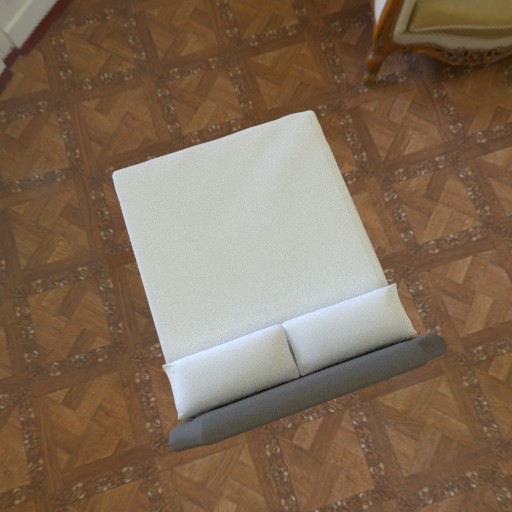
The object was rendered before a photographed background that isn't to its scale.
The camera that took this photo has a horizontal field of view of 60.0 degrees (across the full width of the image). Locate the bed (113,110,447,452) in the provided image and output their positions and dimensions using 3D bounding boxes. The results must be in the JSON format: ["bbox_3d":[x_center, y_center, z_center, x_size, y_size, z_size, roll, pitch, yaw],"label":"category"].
[{"bbox_3d":[0.000,0.000,3.917,2.194,1.561,2.536,-19,76,-5],"label":"bed"}]
